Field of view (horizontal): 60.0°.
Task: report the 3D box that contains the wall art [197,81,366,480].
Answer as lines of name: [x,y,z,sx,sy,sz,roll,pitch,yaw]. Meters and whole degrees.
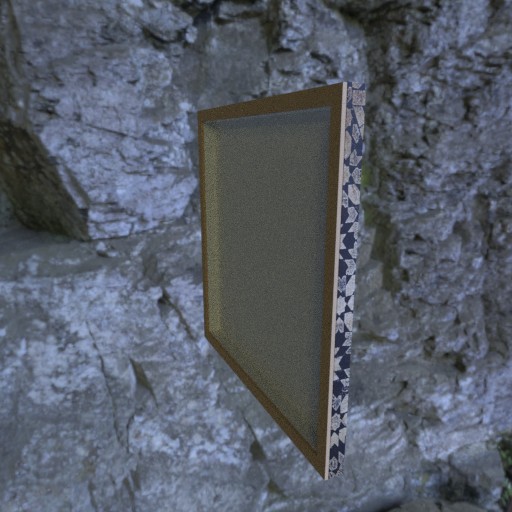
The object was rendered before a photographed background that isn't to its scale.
wall art: [0.000,0.000,0.922,0.038,0.612,0.612,-7,16,-24]
